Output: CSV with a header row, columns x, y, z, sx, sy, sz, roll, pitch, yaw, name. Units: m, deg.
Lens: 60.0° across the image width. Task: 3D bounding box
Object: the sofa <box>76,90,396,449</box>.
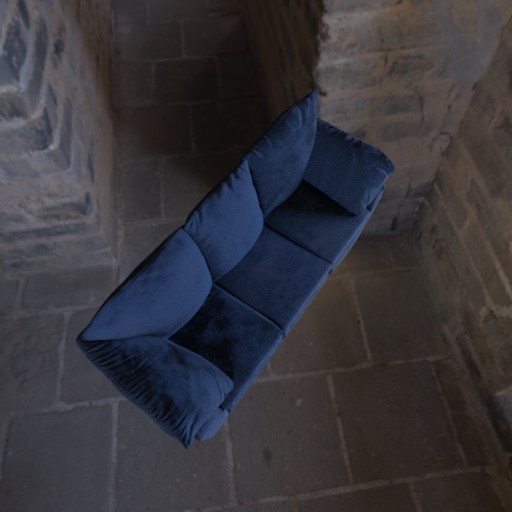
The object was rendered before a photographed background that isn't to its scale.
x,y,z,sx,sy,sz,roll,pitch,yaw,name
0.000,0.000,2.973,0.907,1.091,2.390,31,64,17,sofa
